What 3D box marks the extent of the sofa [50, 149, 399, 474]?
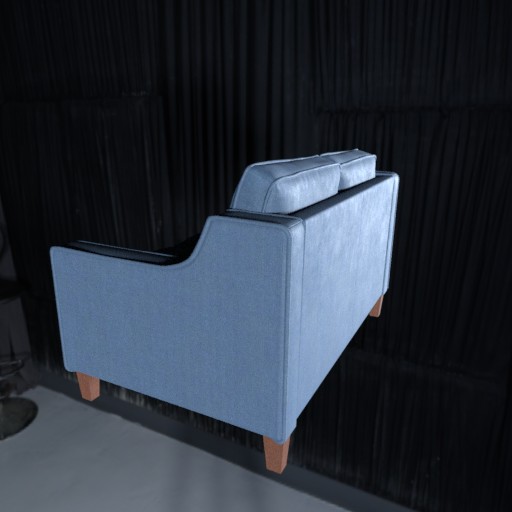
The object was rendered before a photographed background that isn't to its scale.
[{"bbox_3d":[0.000,0.000,2.098,0.987,0.971,1.501,8,19,26],"label":"sofa"}]
